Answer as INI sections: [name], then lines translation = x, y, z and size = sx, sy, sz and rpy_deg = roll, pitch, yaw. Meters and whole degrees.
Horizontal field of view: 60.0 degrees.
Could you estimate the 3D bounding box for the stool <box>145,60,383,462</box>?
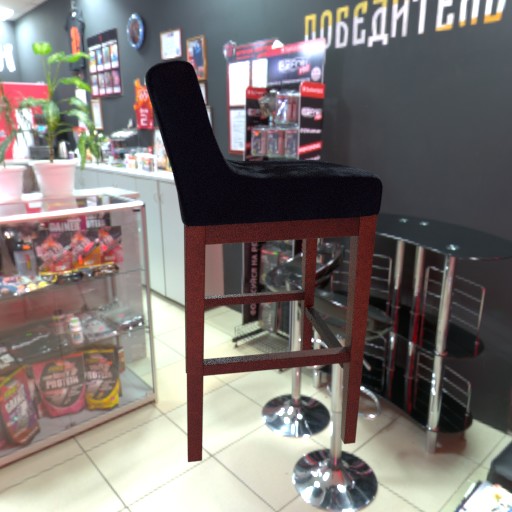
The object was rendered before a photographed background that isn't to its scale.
[stool]
translation = 0.000, 0.000, 1.236
size = 0.516, 0.945, 0.511
rpy_deg = -3, 16, -9
